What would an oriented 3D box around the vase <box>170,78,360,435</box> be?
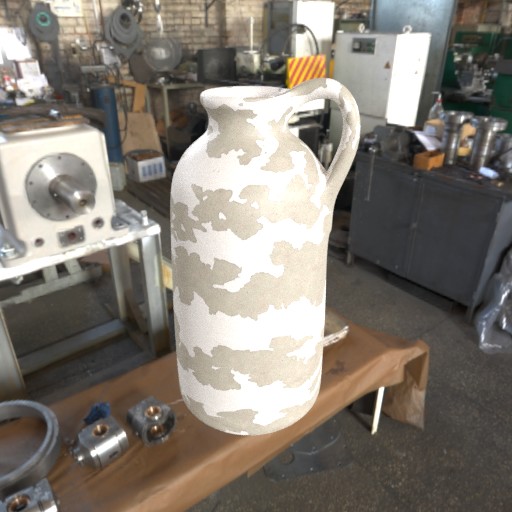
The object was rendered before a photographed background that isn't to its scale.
[{"bbox_3d":[0.000,0.000,0.504,0.203,0.382,0.186,9,29,16],"label":"vase"}]
